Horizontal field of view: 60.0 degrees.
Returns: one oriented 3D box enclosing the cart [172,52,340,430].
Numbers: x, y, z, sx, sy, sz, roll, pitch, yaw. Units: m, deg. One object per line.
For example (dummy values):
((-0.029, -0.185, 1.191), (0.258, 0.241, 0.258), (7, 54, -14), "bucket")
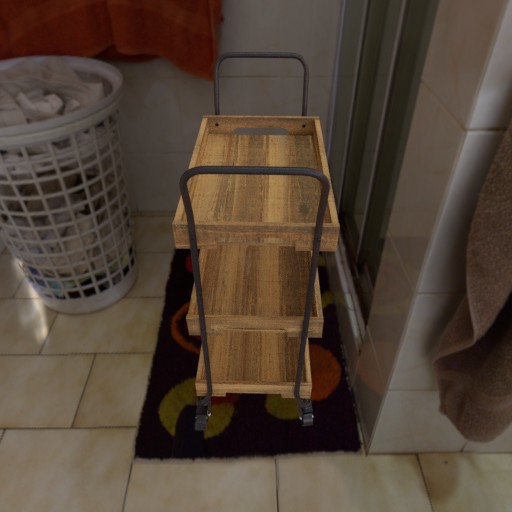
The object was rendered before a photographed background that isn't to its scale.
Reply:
((0.000, 0.000, 1.177), (0.339, 0.857, 0.583), (1, 41, 1), "cart")
